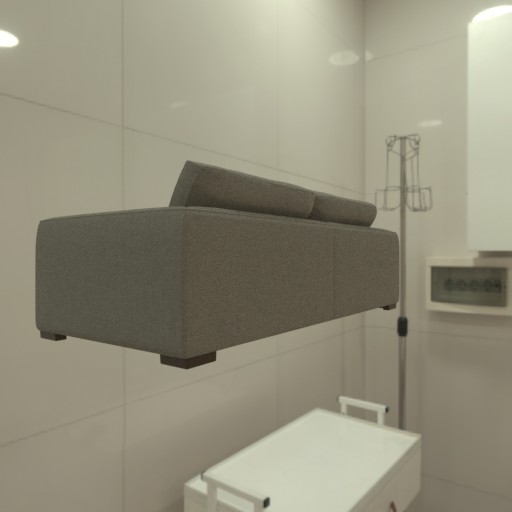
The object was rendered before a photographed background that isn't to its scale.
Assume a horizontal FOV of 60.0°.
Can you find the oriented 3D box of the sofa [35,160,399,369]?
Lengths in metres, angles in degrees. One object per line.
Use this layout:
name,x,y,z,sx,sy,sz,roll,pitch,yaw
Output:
sofa,0.000,0.000,2.745,1.070,0.801,2.262,0,0,36
